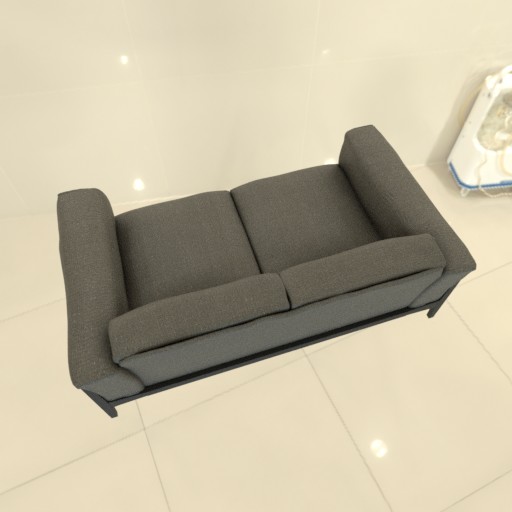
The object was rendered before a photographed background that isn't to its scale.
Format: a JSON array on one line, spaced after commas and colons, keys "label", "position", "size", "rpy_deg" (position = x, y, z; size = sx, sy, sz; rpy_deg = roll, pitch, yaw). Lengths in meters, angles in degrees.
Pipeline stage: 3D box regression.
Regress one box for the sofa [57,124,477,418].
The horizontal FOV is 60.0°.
[{"label": "sofa", "position": [0.000, 0.000, 2.141], "size": [1.690, 0.656, 0.960], "rpy_deg": [-15, 57, -10]}]
